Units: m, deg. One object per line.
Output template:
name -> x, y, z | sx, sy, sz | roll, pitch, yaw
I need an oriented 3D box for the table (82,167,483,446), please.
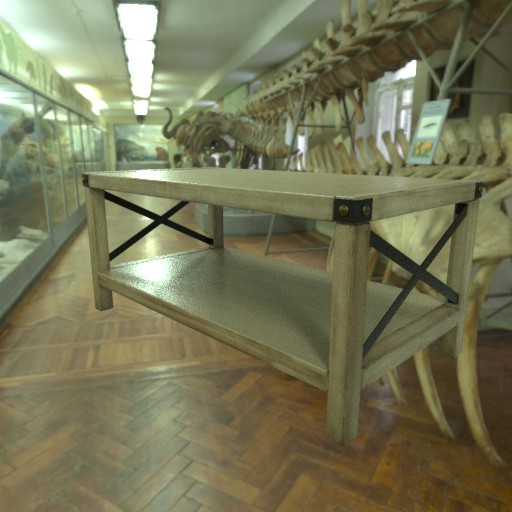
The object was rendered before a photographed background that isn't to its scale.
table -> 0.000, 0.000, 1.276 | 0.559, 0.456, 1.016 | -13, 19, -43
